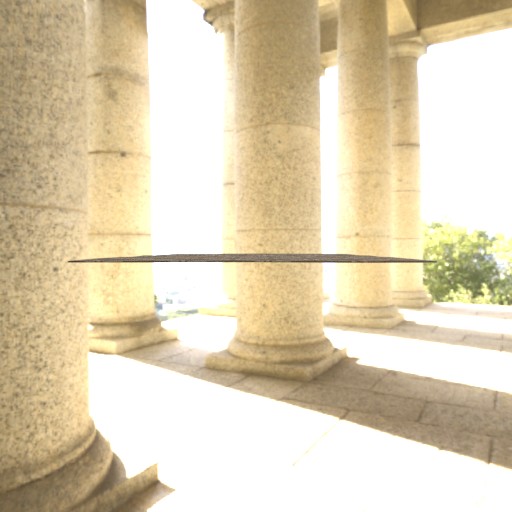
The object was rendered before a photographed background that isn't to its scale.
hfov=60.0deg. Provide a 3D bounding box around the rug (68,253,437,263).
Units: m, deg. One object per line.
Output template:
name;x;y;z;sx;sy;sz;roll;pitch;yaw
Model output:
rug;0.000;0.000;2.218;1.142;0.010;1.748;0;1;1
